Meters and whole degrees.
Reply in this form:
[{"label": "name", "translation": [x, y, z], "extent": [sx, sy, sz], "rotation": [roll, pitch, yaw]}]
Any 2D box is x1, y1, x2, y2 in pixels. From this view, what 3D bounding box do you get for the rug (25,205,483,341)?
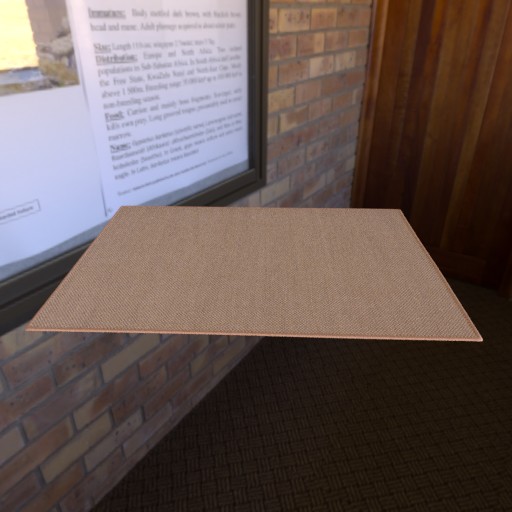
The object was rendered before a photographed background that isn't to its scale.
[{"label": "rug", "translation": [0.000, 0.000, 2.719], "extent": [2.134, 0.013, 1.524], "rotation": [1, 29, 2]}]
